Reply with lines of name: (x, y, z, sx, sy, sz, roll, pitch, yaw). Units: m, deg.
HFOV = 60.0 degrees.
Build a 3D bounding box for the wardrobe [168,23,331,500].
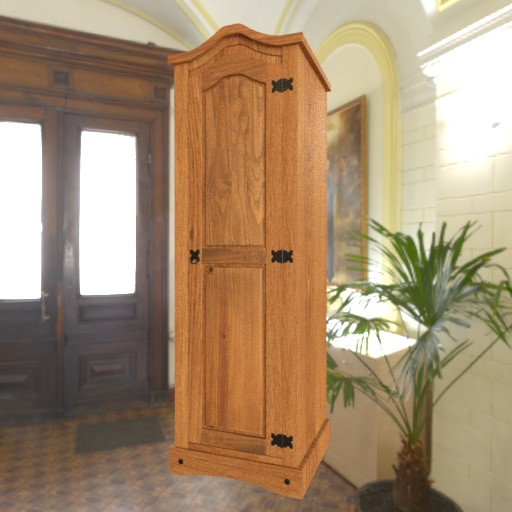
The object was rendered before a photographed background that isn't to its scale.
wardrobe: (0.000, 0.000, 2.062, 0.590, 1.870, 0.570, 0, 1, 21)
